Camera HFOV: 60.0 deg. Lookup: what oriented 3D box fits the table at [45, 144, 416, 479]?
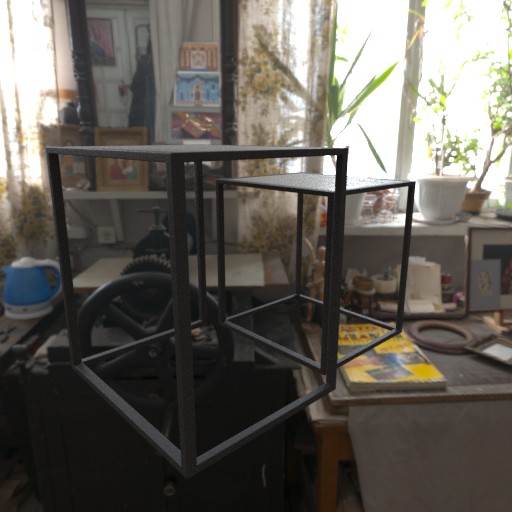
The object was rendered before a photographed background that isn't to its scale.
[{"bbox_3d":[0.000,0.000,1.120,0.788,0.540,0.508,-14,20,-41],"label":"table"}]
